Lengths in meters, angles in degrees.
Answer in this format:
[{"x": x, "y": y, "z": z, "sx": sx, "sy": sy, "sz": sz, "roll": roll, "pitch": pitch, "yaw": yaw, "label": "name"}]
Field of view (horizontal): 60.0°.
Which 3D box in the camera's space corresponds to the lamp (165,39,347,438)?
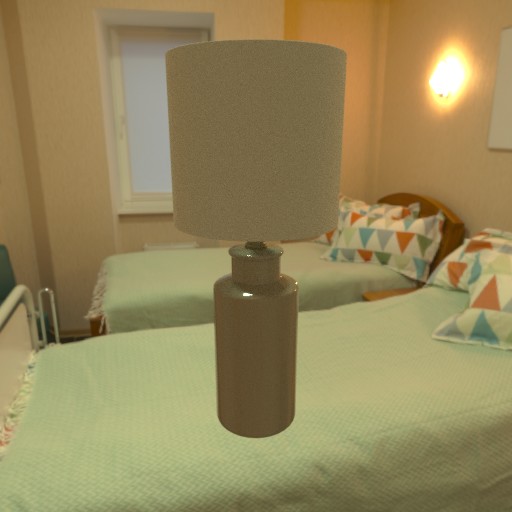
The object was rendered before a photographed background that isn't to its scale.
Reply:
[{"x": 0.000, "y": 0.000, "z": 0.594, "sx": 0.212, "sy": 0.493, "sz": 0.212, "roll": 15, "pitch": 22, "yaw": 43, "label": "lamp"}]
